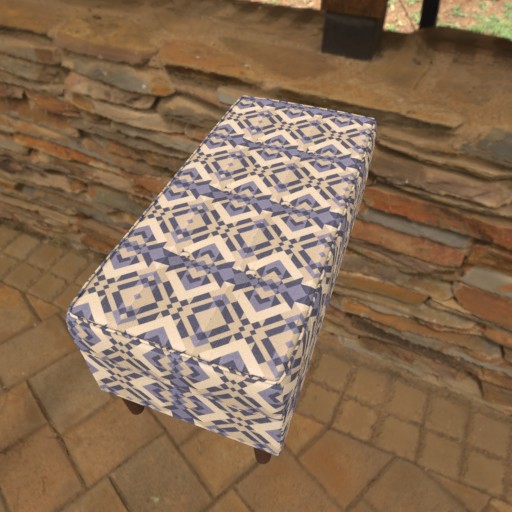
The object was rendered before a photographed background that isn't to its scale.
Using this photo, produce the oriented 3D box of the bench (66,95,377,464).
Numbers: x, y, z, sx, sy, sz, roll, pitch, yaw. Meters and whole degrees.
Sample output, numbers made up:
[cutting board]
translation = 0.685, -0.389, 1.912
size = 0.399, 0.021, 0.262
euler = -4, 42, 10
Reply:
[bench]
translation = 0.000, 0.000, 1.321
size = 0.492, 0.477, 1.016
euler = 15, 48, 14
